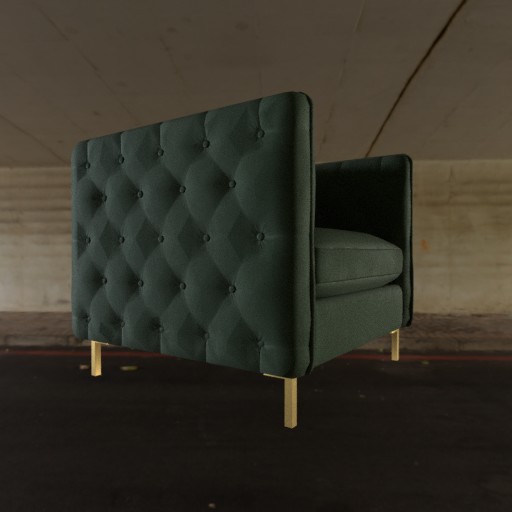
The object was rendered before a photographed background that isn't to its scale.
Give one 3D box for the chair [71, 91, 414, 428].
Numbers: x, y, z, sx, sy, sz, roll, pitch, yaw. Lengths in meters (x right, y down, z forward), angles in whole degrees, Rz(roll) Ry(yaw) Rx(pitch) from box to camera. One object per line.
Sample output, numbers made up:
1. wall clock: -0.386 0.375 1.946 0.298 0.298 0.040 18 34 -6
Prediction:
1. chair: 0.000 0.000 1.530 0.855 0.768 0.917 0 1 35
